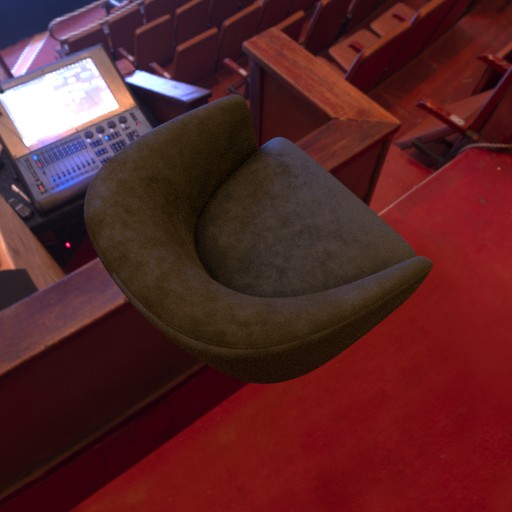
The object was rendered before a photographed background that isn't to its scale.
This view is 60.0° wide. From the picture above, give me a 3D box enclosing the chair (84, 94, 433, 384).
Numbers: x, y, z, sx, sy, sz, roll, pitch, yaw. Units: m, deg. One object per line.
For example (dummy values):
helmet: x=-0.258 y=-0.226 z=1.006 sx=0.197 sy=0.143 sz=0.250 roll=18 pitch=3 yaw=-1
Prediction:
chair: x=0.000 y=0.000 z=1.316 sx=0.767 sy=0.698 sz=0.773 roll=-35 pitch=65 yaw=-18
